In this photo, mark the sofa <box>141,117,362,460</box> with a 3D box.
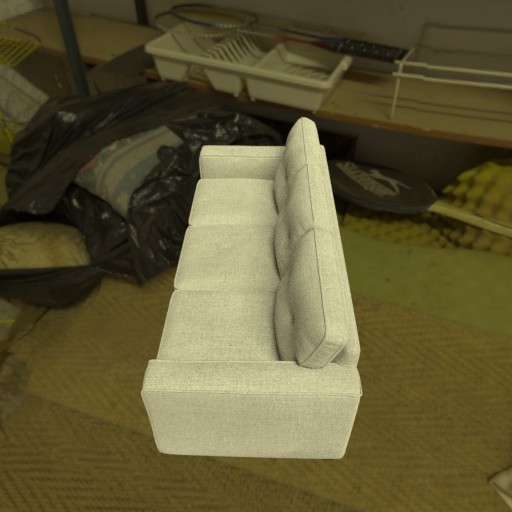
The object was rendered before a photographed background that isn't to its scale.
[{"bbox_3d":[0.000,0.000,2.709,0.939,0.965,2.133,1,42,1],"label":"sofa"}]
